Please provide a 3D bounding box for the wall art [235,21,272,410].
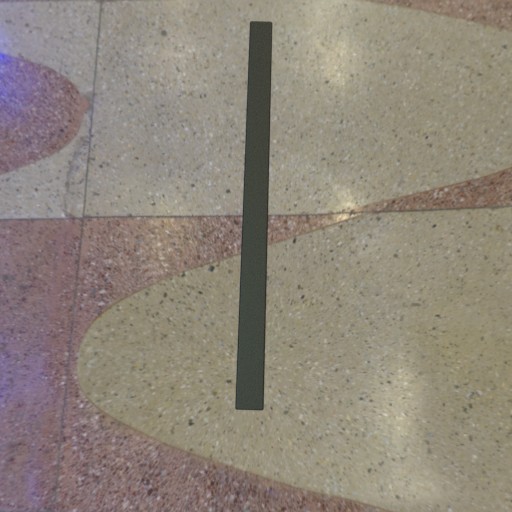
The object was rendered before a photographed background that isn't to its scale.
[{"bbox_3d":[0.000,0.000,0.762,0.028,0.559,0.457,2,76,0],"label":"wall art"}]
